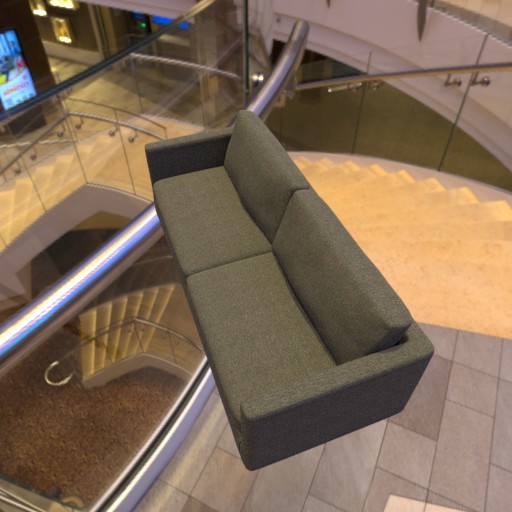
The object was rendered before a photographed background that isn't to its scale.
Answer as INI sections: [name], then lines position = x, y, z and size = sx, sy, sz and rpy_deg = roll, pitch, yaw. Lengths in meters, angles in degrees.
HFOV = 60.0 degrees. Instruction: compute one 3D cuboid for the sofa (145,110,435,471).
[sofa]
position = 0.000, 0.000, 2.791
size = 0.948, 0.965, 2.208
rpy_deg = -15, 48, -14
